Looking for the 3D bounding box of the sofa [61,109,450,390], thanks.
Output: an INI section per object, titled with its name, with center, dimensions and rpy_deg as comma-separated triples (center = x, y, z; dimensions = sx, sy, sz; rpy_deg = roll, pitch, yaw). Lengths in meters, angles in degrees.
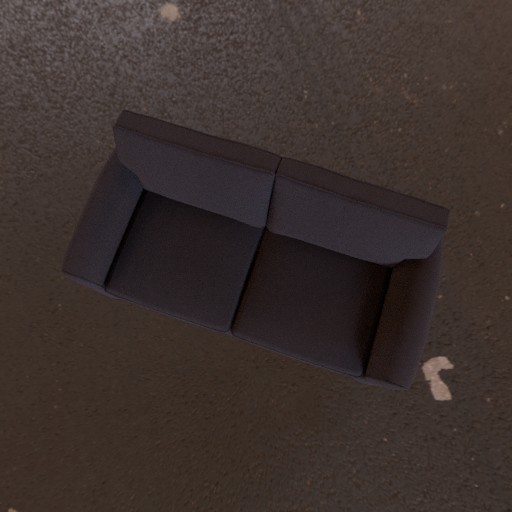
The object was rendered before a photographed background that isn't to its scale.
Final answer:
[sofa]
center = 0.000, 0.000, 2.545
dimensions = 2.009, 1.031, 0.951
rpy_deg = 18, 77, 4
